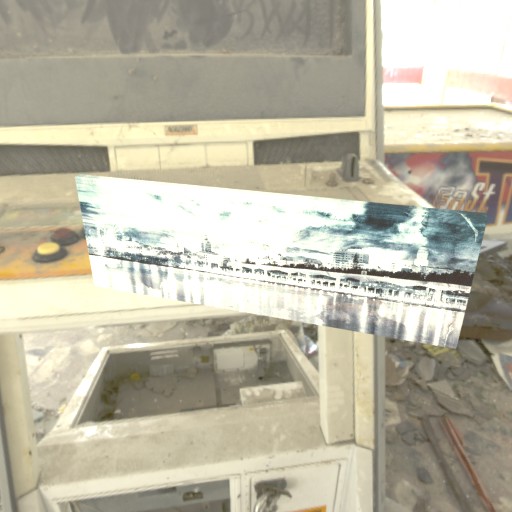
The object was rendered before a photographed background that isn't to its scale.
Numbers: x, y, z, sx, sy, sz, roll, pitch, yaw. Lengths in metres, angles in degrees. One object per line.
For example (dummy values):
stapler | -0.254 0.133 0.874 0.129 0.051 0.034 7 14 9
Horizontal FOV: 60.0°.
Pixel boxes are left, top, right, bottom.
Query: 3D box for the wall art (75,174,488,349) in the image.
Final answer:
wall art | 0.000 0.000 1.709 1.524 0.509 0.037 8 27 16
